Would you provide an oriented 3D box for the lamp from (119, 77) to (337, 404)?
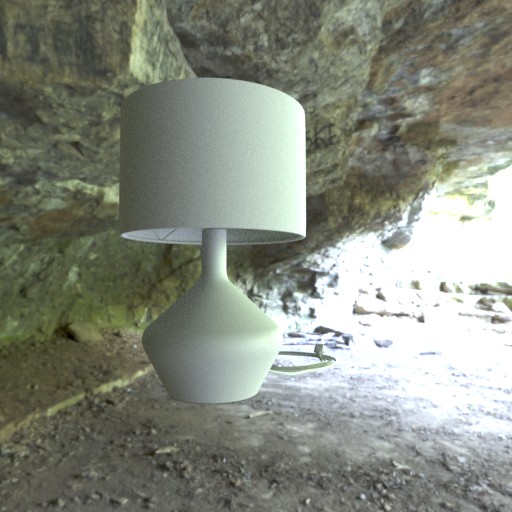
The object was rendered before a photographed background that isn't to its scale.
[{"bbox_3d":[0.000,0.000,0.848,0.546,0.457,0.401,2,-4,-36],"label":"lamp"}]
